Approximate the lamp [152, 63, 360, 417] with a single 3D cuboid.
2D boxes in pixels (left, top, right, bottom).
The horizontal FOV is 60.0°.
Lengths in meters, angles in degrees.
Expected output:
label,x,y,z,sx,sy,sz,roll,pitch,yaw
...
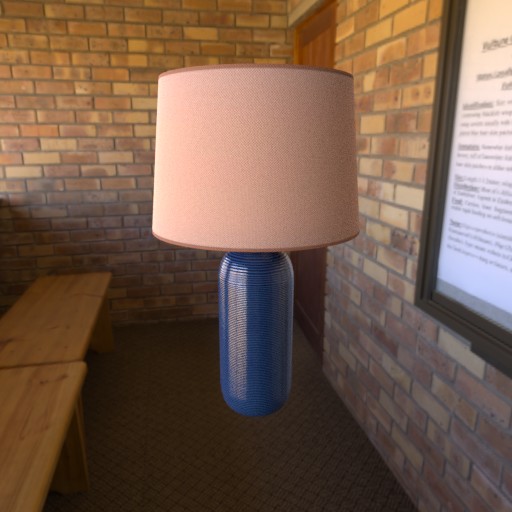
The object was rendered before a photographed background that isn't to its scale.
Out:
label,x,y,z,sx,sy,sz,roll,pitch,yaw
lamp,0.000,0.000,0.818,0.367,0.609,0.367,0,15,0
